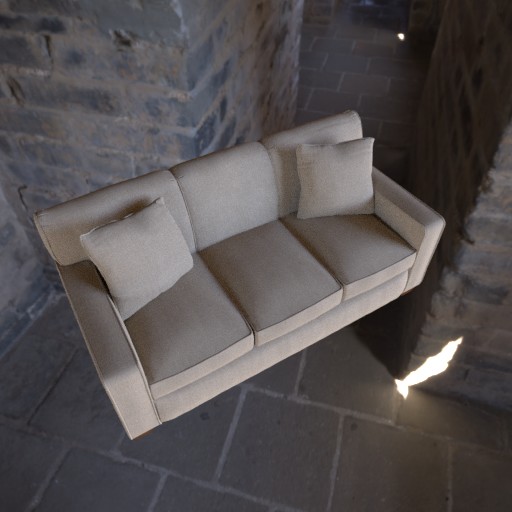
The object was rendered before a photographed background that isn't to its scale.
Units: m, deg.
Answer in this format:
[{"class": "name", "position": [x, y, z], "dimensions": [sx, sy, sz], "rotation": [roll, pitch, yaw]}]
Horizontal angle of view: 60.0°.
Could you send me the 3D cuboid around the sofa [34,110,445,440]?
[{"class": "sofa", "position": [0.000, 0.000, 2.564], "dimensions": [2.024, 0.958, 0.997], "rotation": [-23, 50, -21]}]
